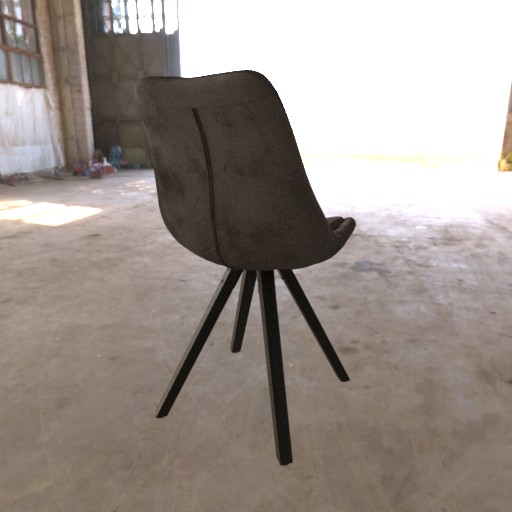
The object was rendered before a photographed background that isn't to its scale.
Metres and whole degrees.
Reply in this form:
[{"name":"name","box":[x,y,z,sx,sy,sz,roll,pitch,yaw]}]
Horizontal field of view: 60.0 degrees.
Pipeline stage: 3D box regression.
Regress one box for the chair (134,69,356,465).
[{"name":"chair","box":[0.000,0.000,1.177,0.476,0.850,0.550,8,17,27]}]
